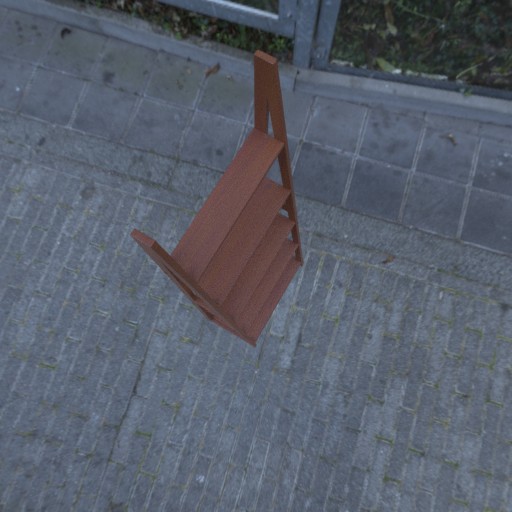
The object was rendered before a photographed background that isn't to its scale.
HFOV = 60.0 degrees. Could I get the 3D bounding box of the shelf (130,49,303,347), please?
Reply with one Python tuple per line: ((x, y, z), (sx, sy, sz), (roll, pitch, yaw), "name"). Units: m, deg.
((0.000, 0.000, 1.997), (0.356, 1.780, 0.630), (30, 77, 7), "shelf")
